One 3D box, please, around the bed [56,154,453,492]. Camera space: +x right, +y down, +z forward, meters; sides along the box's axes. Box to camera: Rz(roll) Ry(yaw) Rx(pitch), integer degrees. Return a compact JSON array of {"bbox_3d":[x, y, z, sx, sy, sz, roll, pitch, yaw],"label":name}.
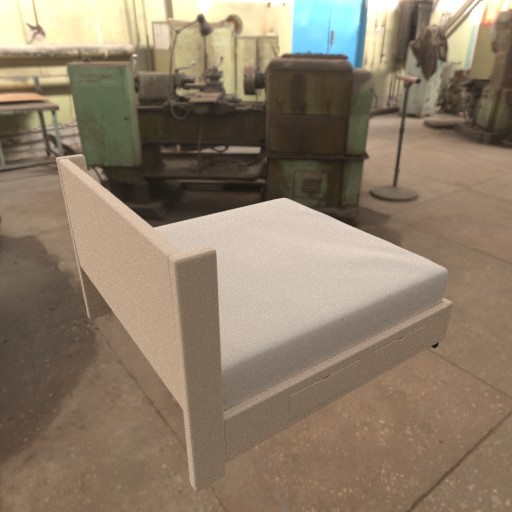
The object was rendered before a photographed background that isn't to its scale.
[{"bbox_3d":[0.000,0.000,3.525,2.293,1.471,2.145,-17,31,-30],"label":"bed"}]
